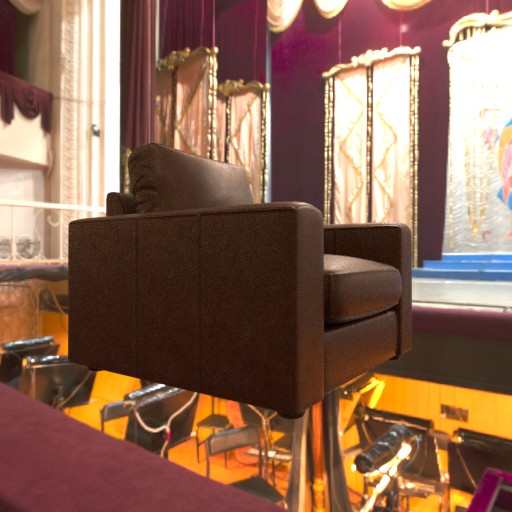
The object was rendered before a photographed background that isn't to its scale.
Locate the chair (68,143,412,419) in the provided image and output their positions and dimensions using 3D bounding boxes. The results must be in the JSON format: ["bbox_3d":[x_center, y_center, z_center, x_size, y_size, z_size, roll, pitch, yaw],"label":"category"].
[{"bbox_3d":[0.000,0.000,1.759,1.016,0.873,1.005,0,0,35],"label":"chair"}]
